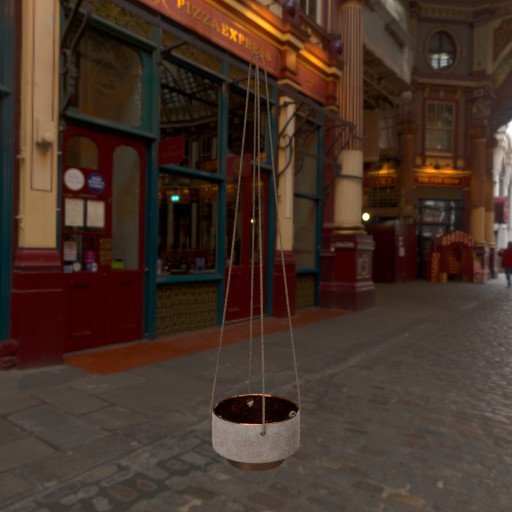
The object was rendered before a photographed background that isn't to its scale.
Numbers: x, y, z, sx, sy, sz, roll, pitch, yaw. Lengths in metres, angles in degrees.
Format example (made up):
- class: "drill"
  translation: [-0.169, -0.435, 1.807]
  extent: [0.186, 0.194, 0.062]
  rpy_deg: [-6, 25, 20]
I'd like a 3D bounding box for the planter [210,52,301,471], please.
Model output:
- class: "planter"
  translation: [0.000, 0.000, 1.131]
  extent: [0.223, 1.030, 0.223]
  rpy_deg: [1, 1, 37]
